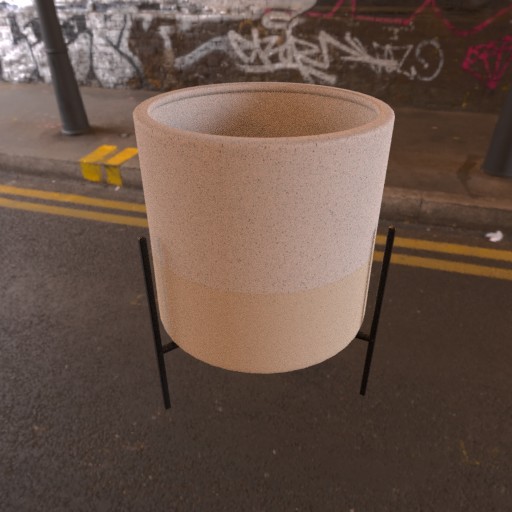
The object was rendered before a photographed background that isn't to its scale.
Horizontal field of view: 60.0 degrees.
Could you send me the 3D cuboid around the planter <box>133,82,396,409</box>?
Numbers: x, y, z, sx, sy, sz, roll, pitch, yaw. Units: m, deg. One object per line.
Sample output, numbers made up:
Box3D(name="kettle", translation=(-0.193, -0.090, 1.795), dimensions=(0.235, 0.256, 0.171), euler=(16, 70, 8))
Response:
Box3D(name="planter", translation=(0.000, 0.000, 0.641), dimensions=(0.335, 0.423, 0.313), euler=(-20, 37, -30))
